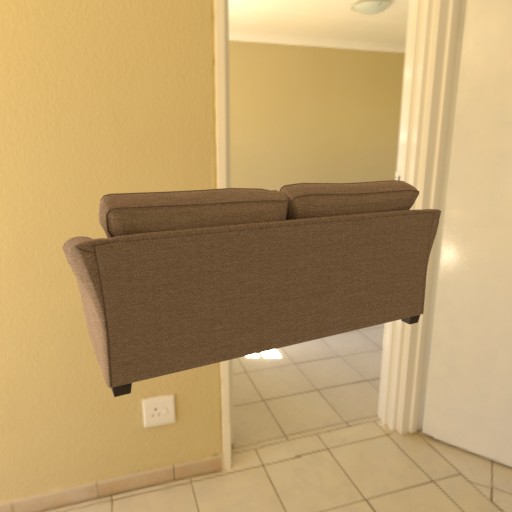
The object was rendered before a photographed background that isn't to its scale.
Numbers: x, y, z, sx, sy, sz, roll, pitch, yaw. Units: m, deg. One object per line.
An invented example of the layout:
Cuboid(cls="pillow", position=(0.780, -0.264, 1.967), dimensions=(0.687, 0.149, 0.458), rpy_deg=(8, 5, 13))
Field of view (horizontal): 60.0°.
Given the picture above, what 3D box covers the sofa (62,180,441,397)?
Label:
Cuboid(cls="sofa", position=(0.000, 0.000, 2.861), dimensions=(2.270, 0.965, 0.980), rpy_deg=(-7, 16, -27))
